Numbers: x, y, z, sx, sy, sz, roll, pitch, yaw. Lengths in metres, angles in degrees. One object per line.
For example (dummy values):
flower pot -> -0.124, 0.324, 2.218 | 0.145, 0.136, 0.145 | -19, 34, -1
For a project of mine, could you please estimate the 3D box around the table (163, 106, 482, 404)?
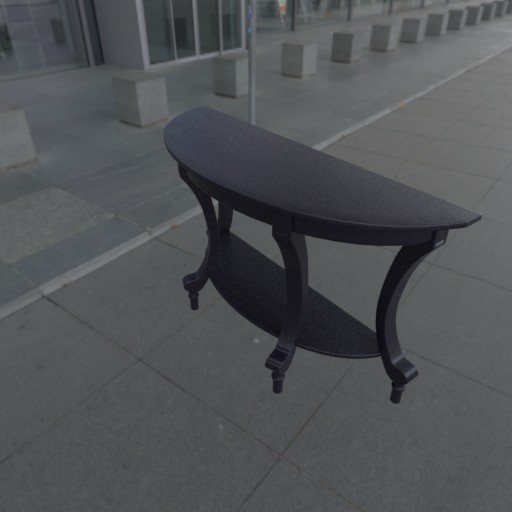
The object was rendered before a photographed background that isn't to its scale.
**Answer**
table -> 0.000, 0.000, 1.506 | 0.394, 0.692, 1.198 | -23, 39, -31
